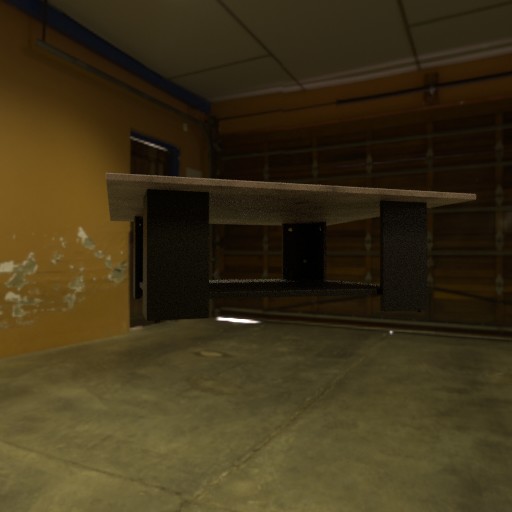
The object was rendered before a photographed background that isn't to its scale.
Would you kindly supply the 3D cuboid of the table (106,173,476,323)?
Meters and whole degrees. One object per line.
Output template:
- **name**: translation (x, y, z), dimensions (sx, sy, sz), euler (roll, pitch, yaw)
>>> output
- **table**: translation (0.000, 0.000, 1.411), dimensions (0.890, 0.305, 0.890), euler (0, -1, -18)
